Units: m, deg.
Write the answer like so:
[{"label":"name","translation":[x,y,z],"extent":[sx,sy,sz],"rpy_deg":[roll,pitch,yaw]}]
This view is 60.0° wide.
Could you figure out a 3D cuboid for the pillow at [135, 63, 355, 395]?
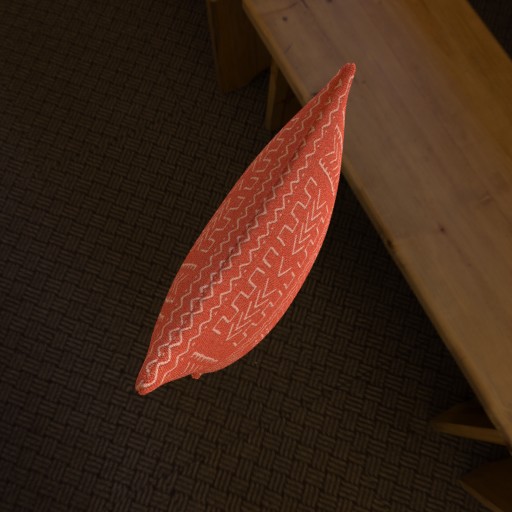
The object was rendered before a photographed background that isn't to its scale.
[{"label":"pillow","translation":[0.000,0.000,0.671],"extent":[0.164,0.429,0.438],"rpy_deg":[31,78,7]}]
